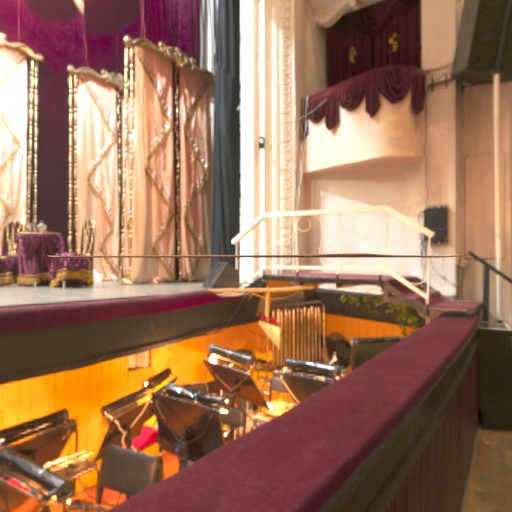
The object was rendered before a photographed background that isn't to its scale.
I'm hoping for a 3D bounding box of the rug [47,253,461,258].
[{"bbox_3d":[0.000,0.000,3.929,2.897,0.035,2.277,0,0,37],"label":"rug"}]
